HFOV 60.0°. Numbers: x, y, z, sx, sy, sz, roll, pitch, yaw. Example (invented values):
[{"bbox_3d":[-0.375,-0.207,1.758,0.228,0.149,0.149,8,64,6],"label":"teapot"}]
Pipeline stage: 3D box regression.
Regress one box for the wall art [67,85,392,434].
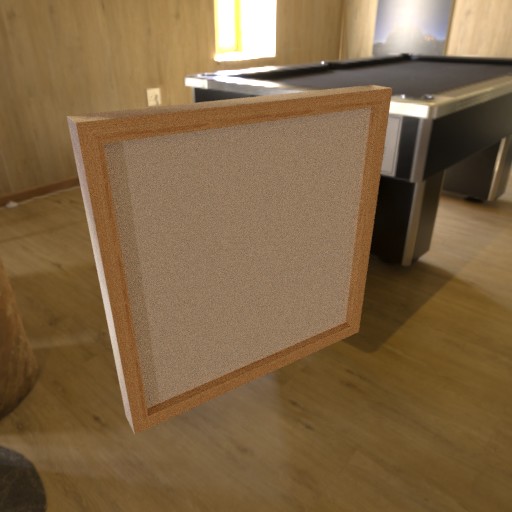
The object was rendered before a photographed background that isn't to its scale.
[{"bbox_3d":[0.000,0.000,0.450,0.303,0.303,0.028,-17,33,-28],"label":"wall art"}]
